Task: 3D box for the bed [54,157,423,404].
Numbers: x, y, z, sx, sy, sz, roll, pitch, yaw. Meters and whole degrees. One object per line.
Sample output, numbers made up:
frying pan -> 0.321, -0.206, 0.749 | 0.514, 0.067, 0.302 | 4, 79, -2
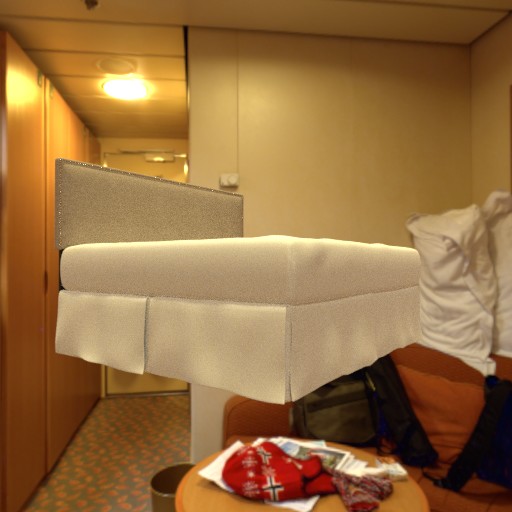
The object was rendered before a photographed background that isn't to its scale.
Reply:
bed -> 0.000, 0.000, 3.324 | 1.914, 1.346, 2.170 | -1, -1, 36
